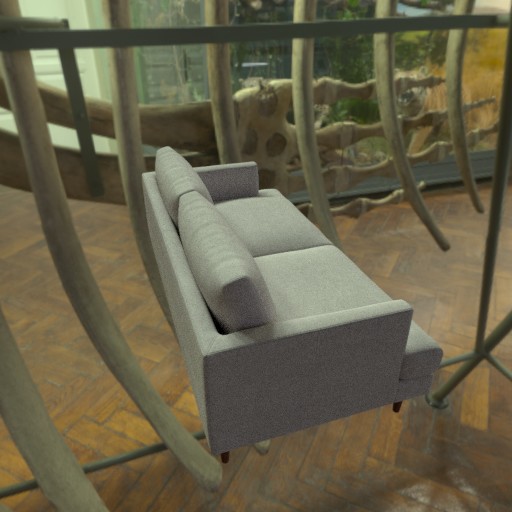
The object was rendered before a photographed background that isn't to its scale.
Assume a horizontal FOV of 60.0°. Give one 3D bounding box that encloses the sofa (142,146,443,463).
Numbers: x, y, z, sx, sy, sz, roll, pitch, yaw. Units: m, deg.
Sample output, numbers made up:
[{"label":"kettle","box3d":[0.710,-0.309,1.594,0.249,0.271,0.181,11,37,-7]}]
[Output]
[{"label":"sofa","box3d":[0.000,0.000,2.490,1.020,0.868,1.948,-9,31,-16]}]
